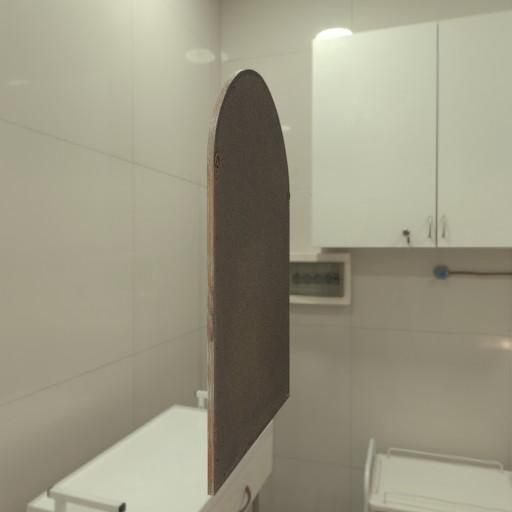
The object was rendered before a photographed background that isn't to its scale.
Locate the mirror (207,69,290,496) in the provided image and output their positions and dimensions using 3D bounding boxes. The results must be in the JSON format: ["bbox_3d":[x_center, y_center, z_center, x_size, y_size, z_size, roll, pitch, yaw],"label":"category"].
[{"bbox_3d":[0.000,0.000,1.140,0.032,0.915,0.609,0,1,18],"label":"mirror"}]
